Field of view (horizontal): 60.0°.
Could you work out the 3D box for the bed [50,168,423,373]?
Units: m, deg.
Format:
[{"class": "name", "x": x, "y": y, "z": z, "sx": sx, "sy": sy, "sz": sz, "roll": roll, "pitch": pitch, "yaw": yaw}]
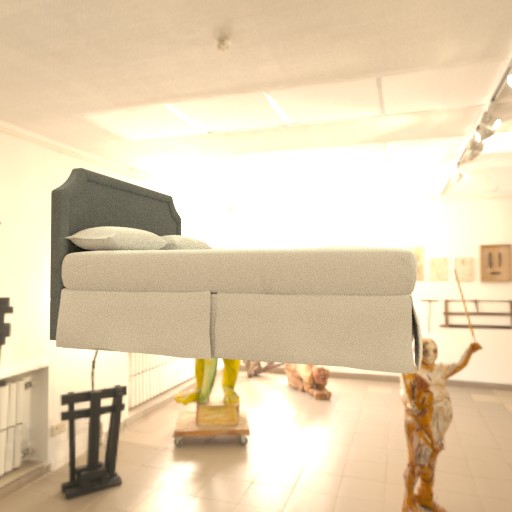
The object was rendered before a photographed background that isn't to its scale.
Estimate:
[{"class": "bed", "x": 0.000, "y": 0.000, "z": 3.590, "sx": 2.464, "sy": 1.306, "sz": 1.977, "roll": 0, "pitch": -2, "yaw": 18}]
